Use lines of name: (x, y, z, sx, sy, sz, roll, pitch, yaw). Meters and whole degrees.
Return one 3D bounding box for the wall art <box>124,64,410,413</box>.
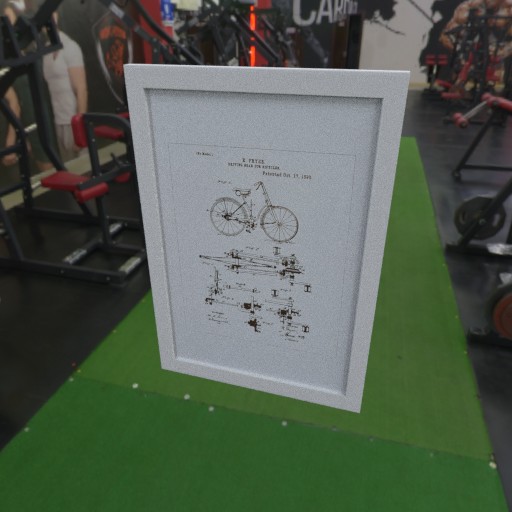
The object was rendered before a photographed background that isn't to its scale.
wall art: (0.000, 0.000, 0.608, 0.332, 0.477, 0.015, 8, 29, 15)
